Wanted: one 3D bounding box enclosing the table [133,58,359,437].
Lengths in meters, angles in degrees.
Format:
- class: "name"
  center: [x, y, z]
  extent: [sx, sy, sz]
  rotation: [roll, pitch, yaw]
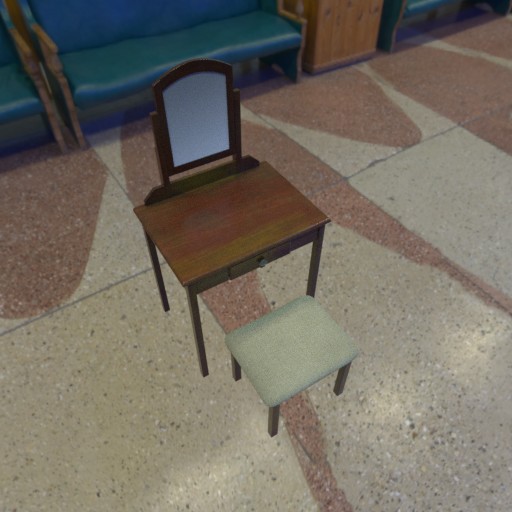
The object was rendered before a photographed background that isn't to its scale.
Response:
- class: "table"
  center: [0.000, 0.000, 2.324]
  extent: [0.876, 1.631, 1.211]
  rotation: [-24, 51, -21]
